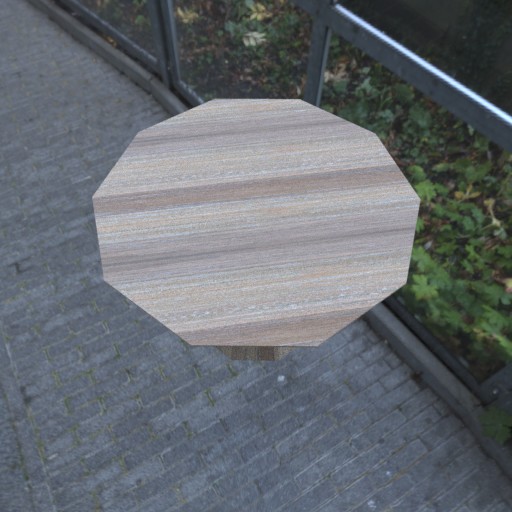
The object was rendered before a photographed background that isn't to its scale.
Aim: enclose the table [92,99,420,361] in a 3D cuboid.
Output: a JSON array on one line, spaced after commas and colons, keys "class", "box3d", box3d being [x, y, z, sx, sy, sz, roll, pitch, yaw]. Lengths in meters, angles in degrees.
[{"class": "table", "box3d": [0.000, 0.000, 1.915, 1.186, 0.752, 1.186, 0, 56, 0]}]
